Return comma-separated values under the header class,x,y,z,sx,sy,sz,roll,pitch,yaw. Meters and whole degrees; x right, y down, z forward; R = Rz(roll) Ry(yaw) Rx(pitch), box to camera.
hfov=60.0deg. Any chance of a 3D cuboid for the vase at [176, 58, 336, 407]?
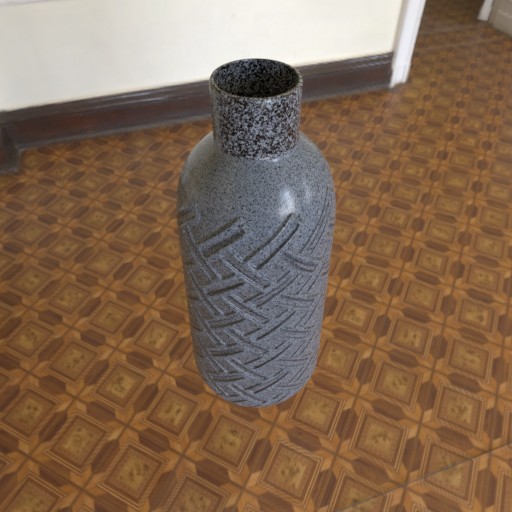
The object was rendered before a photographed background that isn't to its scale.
class,x,y,z,sx,sy,sz,roll,pitch,yaw
vase,0.000,0.000,0.343,0.122,0.282,0.122,0,47,0
